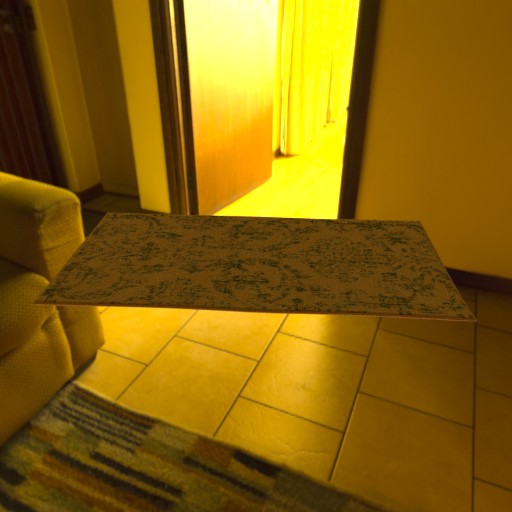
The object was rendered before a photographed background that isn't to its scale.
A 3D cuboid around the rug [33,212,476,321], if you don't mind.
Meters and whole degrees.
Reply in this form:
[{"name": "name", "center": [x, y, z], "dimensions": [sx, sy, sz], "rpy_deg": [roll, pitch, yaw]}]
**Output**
[{"name": "rug", "center": [0.000, 0.000, 1.467], "dimensions": [1.220, 0.007, 0.605], "rpy_deg": [2, 31, 3]}]
